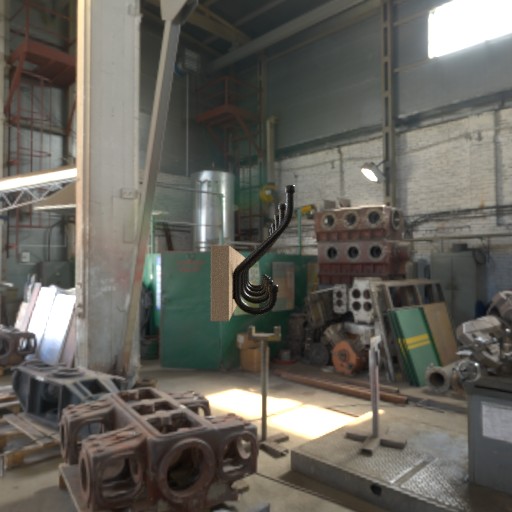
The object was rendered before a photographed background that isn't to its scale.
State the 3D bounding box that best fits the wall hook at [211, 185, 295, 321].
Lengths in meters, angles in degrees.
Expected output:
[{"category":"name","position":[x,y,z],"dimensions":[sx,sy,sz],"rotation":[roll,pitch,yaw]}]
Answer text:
[{"category":"wall hook","position":[0.000,0.000,0.633],"dimensions":[0.071,0.117,0.571],"rotation":[0,-1,0]}]
